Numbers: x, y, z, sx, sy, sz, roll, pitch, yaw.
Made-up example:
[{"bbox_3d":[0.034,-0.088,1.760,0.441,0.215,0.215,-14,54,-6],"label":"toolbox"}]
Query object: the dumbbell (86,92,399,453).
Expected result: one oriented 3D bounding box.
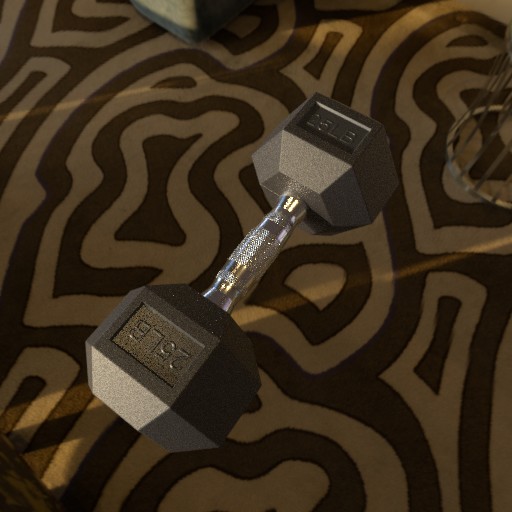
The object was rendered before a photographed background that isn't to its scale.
[{"bbox_3d":[0.000,0.000,0.372,0.129,0.113,0.315,32,68,15],"label":"dumbbell"}]
